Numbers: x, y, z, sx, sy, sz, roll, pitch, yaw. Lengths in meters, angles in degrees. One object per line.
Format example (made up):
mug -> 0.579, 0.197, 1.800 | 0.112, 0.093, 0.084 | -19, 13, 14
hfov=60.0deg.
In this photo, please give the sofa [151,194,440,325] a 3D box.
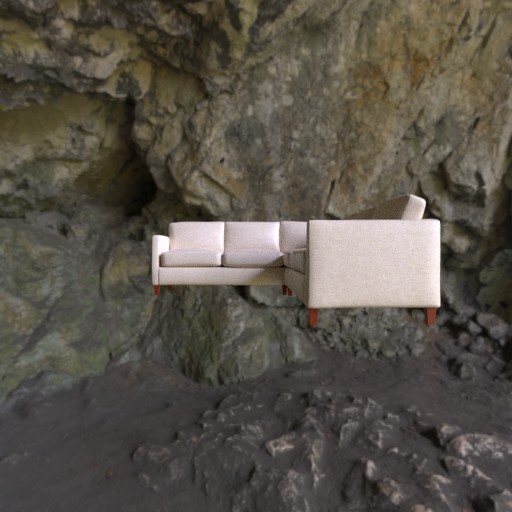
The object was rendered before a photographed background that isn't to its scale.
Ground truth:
sofa -> 0.000, 0.000, 4.625 | 2.593, 0.947, 3.302 | 0, 0, 0
